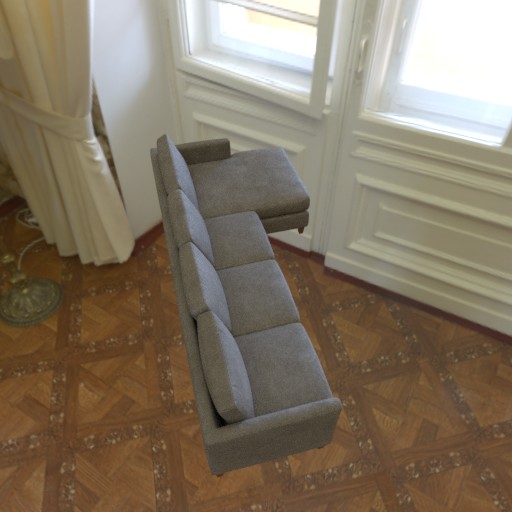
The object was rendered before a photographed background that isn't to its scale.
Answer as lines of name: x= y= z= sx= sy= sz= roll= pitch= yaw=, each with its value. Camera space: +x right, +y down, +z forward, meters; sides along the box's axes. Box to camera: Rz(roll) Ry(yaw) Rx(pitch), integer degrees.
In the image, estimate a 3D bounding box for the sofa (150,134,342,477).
sofa: x=0.000 y=0.000 z=4.205 sx=1.604 sy=0.950 sz=3.471 roll=-11 pitch=47 yaw=-10
